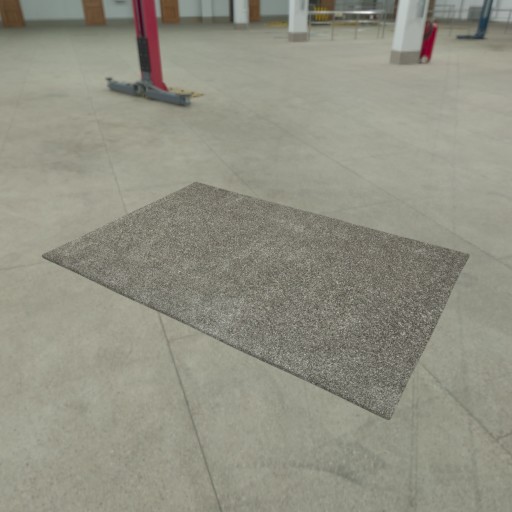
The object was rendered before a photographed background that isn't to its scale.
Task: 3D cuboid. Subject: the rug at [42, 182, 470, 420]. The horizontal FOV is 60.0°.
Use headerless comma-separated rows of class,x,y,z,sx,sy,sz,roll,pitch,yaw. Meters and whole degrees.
rug,0.000,0.000,3.357,2.699,0.026,1.802,19,36,28
